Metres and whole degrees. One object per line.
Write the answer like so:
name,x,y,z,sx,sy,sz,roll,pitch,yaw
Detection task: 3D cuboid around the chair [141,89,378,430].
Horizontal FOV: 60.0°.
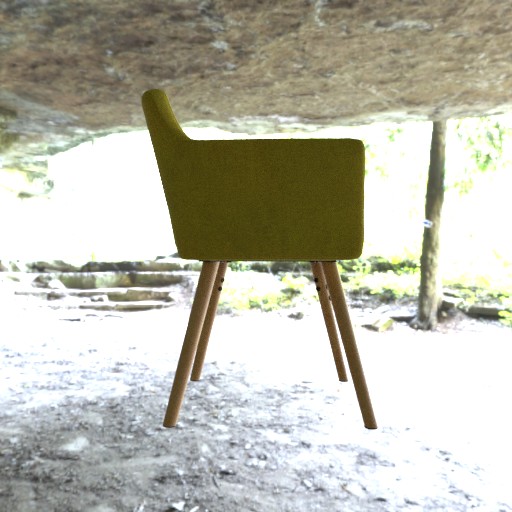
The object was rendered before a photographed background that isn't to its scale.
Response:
chair,0.000,0.000,1.206,0.570,0.780,0.570,0,0,1
